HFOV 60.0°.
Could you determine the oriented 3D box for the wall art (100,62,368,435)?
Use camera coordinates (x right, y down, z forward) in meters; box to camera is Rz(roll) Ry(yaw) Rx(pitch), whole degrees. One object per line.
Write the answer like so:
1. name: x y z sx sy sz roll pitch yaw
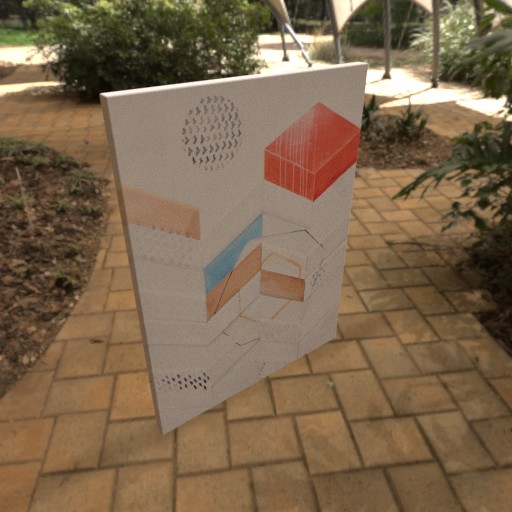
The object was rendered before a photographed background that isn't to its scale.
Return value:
1. wall art: 0.000 0.000 1.328 0.759 1.014 0.045 -21 37 -31
